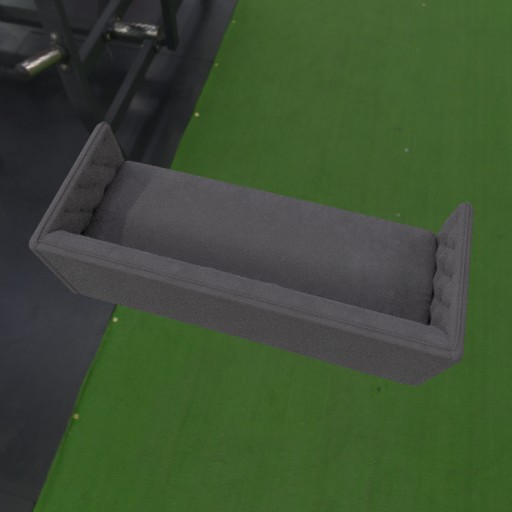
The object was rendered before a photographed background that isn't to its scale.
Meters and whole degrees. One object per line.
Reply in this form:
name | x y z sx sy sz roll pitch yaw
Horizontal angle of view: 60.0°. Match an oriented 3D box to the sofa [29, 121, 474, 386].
sofa | 0.000 0.000 2.619 2.209 0.771 0.895 14 64 7
